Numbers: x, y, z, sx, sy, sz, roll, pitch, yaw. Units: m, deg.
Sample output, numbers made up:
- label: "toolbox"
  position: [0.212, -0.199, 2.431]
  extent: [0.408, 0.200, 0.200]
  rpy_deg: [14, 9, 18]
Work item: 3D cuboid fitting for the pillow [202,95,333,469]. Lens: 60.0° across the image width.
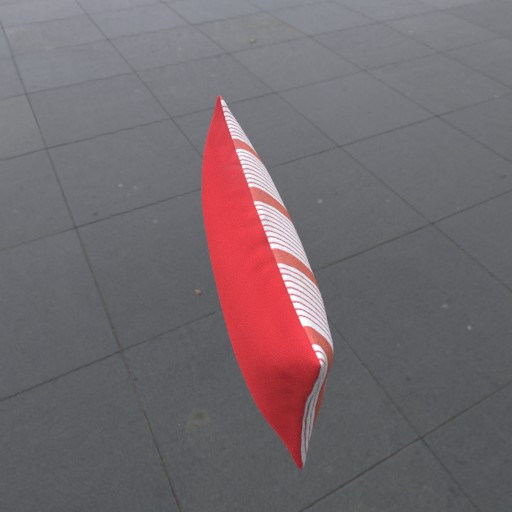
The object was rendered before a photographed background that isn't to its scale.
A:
- label: "pillow"
  position: [0.000, 0.000, 0.751]
  extent: [0.151, 0.297, 0.608]
  rpy_deg: [-9, 46, -9]
